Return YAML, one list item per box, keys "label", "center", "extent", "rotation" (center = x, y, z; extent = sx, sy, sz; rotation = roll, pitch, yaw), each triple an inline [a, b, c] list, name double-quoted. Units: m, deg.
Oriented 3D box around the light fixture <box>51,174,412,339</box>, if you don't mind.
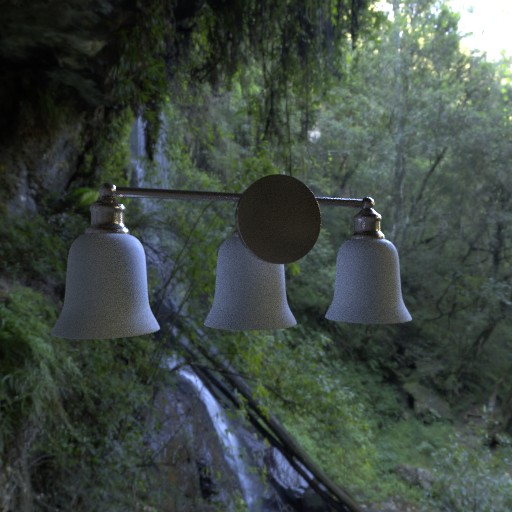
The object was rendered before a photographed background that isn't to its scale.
- label: "light fixture"
  center: [0.000, 0.000, 0.671]
  extent: [0.570, 0.211, 0.198]
  rotation: [0, -1, -19]
